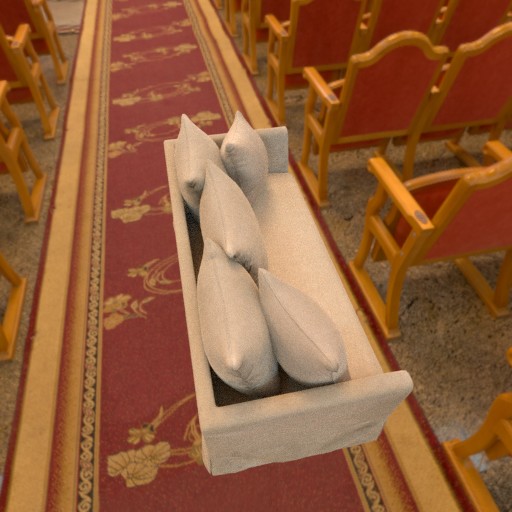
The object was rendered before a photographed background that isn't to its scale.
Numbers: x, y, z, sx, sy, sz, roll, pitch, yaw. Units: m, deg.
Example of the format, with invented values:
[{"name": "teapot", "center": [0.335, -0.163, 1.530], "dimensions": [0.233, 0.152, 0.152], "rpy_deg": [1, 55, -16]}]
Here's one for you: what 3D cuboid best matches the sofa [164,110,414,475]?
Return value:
[{"name": "sofa", "center": [0.000, 0.000, 2.842], "dimensions": [1.031, 1.034, 2.290], "rpy_deg": [-9, 47, -8]}]
